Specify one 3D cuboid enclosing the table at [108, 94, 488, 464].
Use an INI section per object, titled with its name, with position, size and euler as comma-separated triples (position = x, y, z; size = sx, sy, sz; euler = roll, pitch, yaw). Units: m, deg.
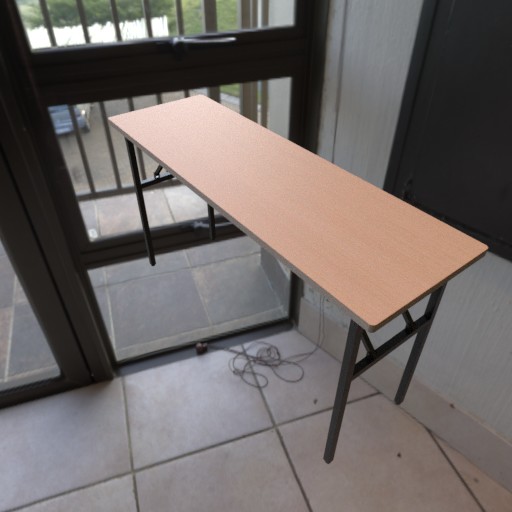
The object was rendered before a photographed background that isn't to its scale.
[table]
position = 0.000, 0.000, 1.698
size = 0.447, 0.750, 1.397
euler = -26, 46, -28
